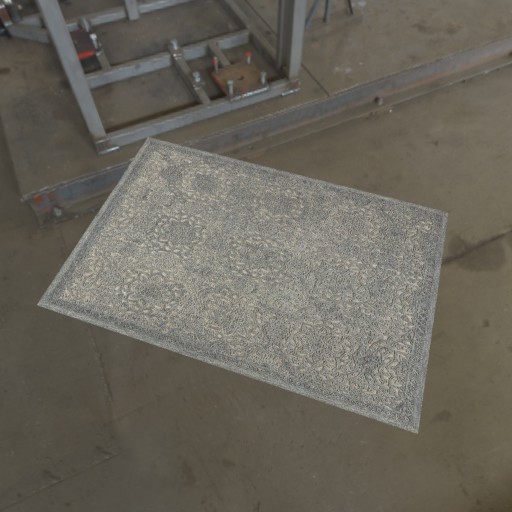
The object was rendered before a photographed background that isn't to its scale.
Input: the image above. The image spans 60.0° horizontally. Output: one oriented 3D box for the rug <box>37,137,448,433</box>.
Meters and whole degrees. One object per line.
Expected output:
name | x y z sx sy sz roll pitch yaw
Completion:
rug | 0.000 0.000 2.288 1.819 0.012 1.208 16 59 10
